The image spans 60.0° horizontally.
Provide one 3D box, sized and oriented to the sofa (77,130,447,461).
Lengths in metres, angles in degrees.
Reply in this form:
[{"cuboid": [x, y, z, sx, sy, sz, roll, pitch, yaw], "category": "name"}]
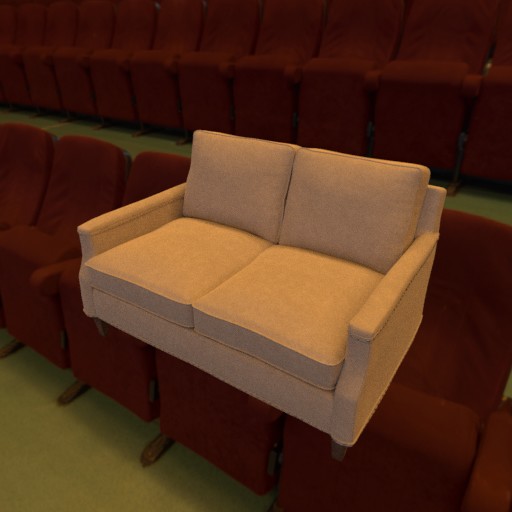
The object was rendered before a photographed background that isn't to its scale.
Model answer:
[{"cuboid": [0.000, 0.000, 2.275, 1.597, 1.002, 1.084, 18, 33, 29], "category": "sofa"}]
